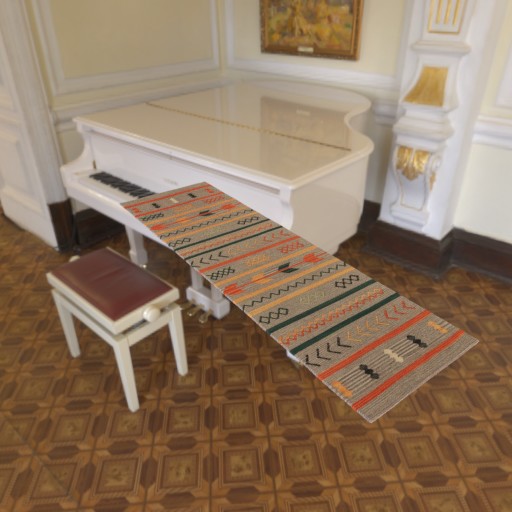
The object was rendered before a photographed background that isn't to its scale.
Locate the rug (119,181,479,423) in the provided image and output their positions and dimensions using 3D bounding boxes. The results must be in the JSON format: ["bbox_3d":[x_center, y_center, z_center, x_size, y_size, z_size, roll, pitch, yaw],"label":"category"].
[{"bbox_3d":[0.000,0.000,2.652,0.744,0.022,2.419,-21,37,-31],"label":"rug"}]
